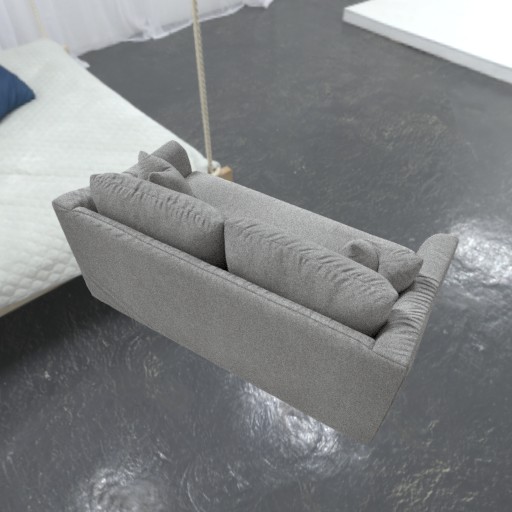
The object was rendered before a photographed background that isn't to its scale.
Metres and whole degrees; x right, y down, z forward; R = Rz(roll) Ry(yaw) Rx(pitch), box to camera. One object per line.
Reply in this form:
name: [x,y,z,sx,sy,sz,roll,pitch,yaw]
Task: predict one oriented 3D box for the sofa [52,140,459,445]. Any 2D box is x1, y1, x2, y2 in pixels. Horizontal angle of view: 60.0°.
sofa: [0.000,0.000,2.623,2.010,1.018,1.072,23,51,21]
